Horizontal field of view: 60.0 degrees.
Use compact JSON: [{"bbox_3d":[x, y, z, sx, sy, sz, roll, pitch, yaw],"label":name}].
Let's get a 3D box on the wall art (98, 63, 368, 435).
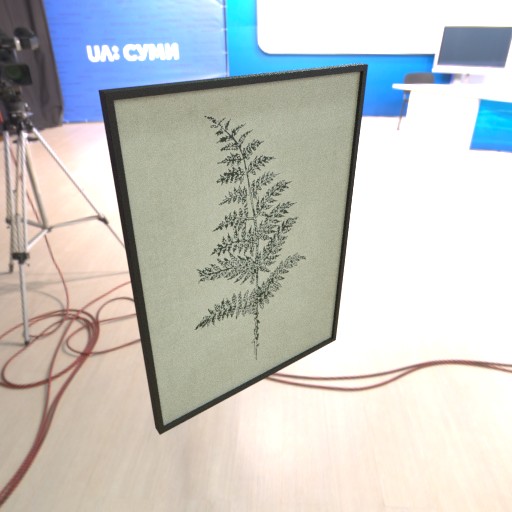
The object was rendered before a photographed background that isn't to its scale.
[{"bbox_3d":[0.000,0.000,1.402,0.802,1.070,0.036,-20,35,-30],"label":"wall art"}]
